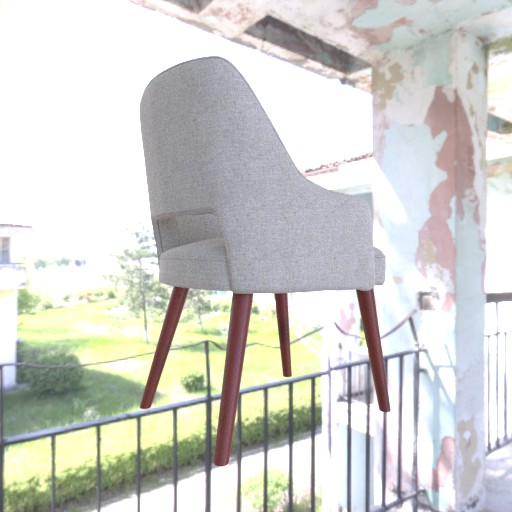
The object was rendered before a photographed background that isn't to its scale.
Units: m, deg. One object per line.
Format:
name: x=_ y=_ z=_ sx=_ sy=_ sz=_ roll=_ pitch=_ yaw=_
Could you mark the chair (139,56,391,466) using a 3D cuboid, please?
chair: x=0.000 y=0.000 z=1.214 sx=0.605 sy=0.849 sz=0.548 roll=0 pitch=1 yaw=-36
